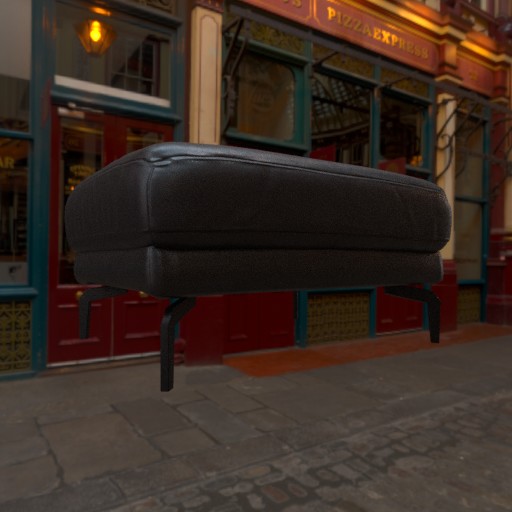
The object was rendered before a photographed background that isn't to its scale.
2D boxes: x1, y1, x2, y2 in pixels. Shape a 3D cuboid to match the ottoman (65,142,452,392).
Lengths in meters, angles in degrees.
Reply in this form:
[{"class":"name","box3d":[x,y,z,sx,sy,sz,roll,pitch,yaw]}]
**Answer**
[{"class":"ottoman","box3d":[0.000,0.000,1.047,0.764,0.402,0.570,0,-1,-34]}]
